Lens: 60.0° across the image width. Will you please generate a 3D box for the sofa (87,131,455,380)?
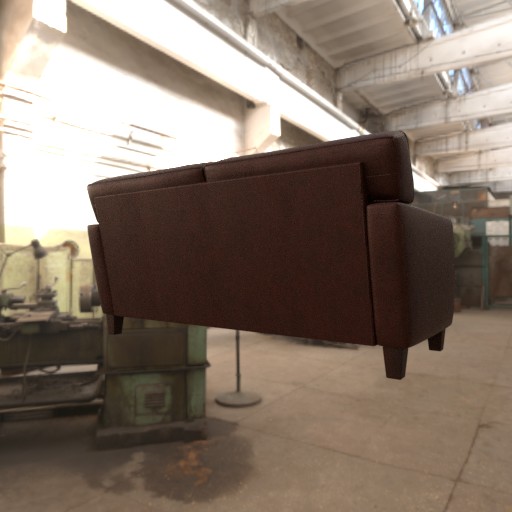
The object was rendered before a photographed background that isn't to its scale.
[{"bbox_3d":[0.000,0.000,2.382,1.876,0.928,0.912,0,0,35],"label":"sofa"}]
